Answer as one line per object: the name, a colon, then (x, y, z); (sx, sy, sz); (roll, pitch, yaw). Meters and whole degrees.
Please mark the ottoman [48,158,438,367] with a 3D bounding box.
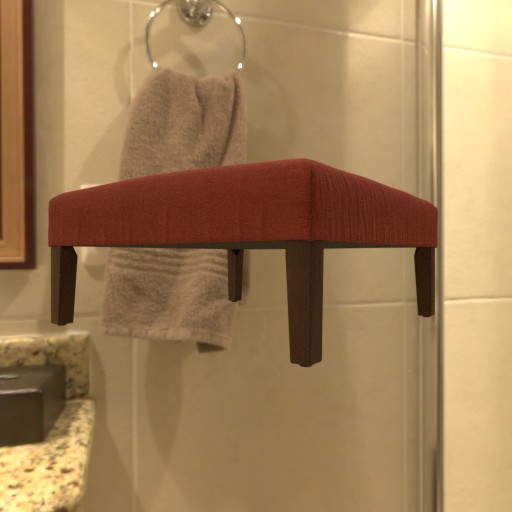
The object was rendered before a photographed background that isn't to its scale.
ottoman: (0.000, 0.000, 1.406); (0.890, 0.411, 0.889); (0, 0, 36)
